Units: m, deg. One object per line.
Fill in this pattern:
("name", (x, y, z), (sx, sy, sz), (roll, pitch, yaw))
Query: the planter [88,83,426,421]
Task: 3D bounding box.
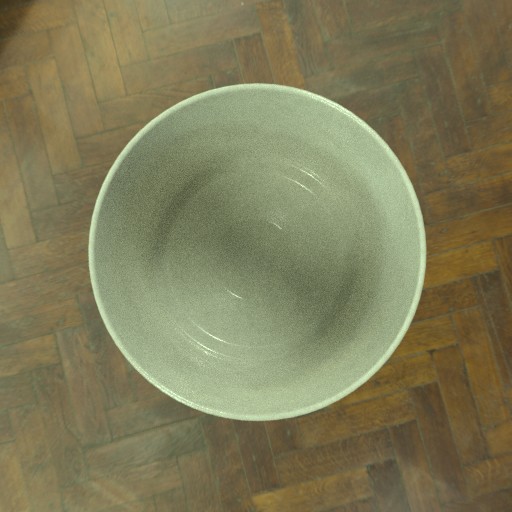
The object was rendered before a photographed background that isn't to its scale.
("planter", (0.000, 0.000, 0.338), (0.190, 0.181, 0.190), (0, 88, -1))
